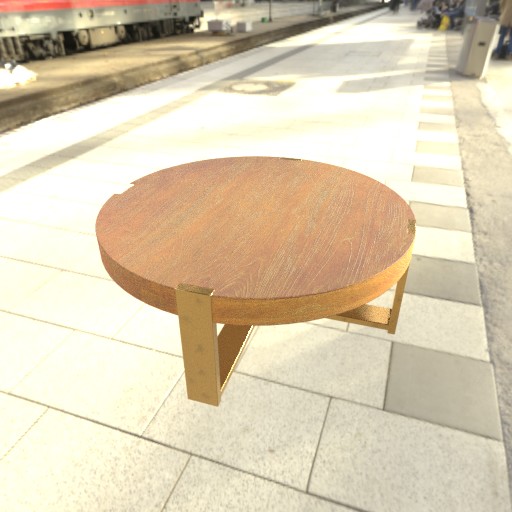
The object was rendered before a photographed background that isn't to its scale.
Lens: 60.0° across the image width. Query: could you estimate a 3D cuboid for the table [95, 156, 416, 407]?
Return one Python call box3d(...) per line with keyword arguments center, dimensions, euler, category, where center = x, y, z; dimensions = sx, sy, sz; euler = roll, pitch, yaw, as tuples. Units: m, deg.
box3d(center=(0.000, 0.000, 1.702), dimensions=(1.100, 0.420, 1.100), euler=(0, 31, 0), category="table")
